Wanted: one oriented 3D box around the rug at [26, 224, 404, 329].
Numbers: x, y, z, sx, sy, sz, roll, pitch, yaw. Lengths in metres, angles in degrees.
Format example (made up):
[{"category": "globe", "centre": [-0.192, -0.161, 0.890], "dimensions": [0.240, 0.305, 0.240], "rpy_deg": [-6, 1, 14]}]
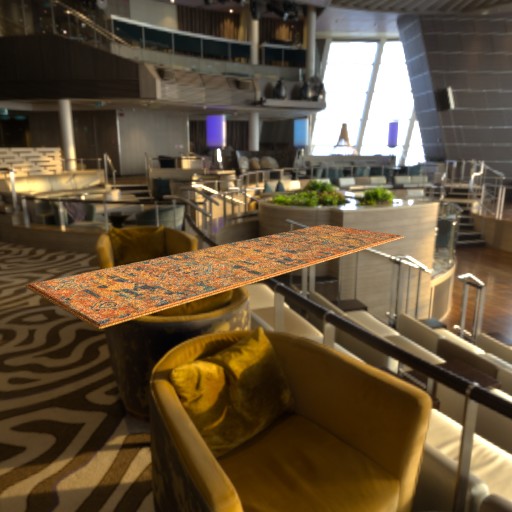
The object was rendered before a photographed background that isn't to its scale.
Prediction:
[{"category": "rug", "centre": [0.000, 0.000, 2.043], "dimensions": [0.556, 0.013, 1.820], "rpy_deg": [13, 19, 43]}]
